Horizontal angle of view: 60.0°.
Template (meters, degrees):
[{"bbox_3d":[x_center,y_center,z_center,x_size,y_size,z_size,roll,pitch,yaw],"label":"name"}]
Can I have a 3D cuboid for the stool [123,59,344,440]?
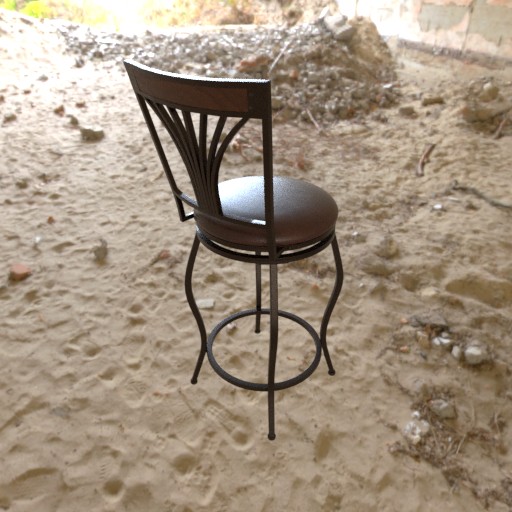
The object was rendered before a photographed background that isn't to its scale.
[{"bbox_3d":[0.000,0.000,1.357,0.433,1.117,0.514,24,38,33],"label":"stool"}]
